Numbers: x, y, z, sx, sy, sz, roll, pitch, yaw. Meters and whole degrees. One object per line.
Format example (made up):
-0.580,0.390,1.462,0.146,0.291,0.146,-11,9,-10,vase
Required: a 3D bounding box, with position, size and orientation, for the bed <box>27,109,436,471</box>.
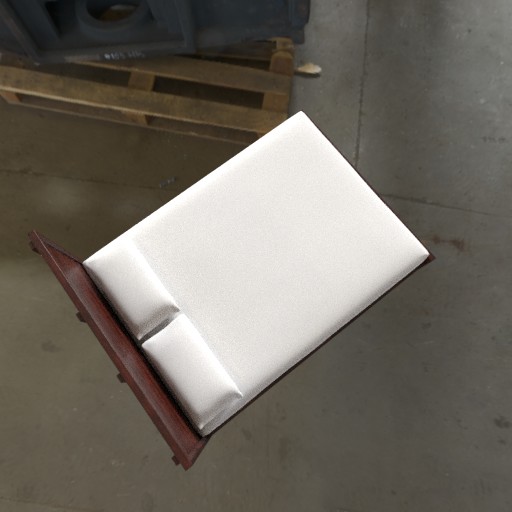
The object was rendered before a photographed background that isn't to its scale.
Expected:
0.000,0.000,4.015,2.803,1.492,2.040,-37,79,-9,bed
